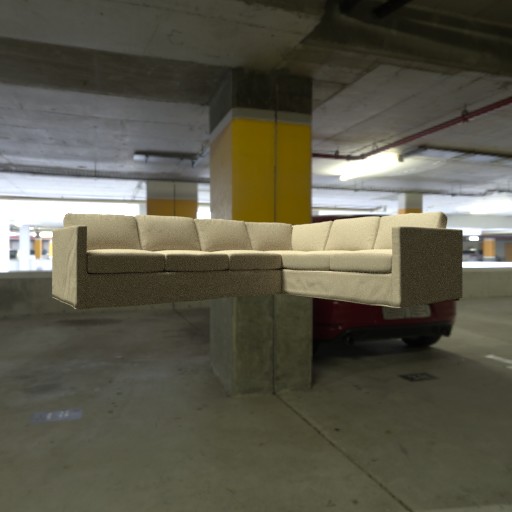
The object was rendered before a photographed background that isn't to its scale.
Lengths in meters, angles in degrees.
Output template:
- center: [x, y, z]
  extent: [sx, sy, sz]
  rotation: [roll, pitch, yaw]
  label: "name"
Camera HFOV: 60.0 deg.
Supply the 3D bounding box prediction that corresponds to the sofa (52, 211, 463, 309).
- center: [0.000, 0.000, 4.282]
  extent: [3.182, 0.871, 2.432]
  rotation: [0, 0, -37]
  label: "sofa"
